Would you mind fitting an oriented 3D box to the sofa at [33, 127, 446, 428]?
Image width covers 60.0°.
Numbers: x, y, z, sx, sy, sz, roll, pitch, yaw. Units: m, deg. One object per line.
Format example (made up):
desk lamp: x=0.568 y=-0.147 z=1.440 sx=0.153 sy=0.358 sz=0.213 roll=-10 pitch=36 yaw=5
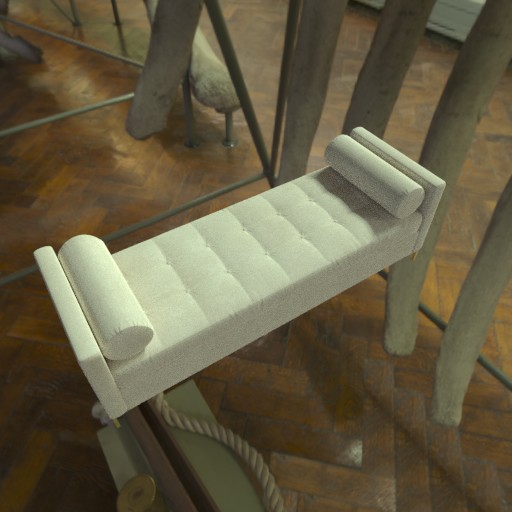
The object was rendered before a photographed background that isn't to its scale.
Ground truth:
sofa: x=0.000 y=0.000 z=2.394 sx=1.981 sy=0.635 sz=0.686 roll=-25 pitch=52 yaw=-22
